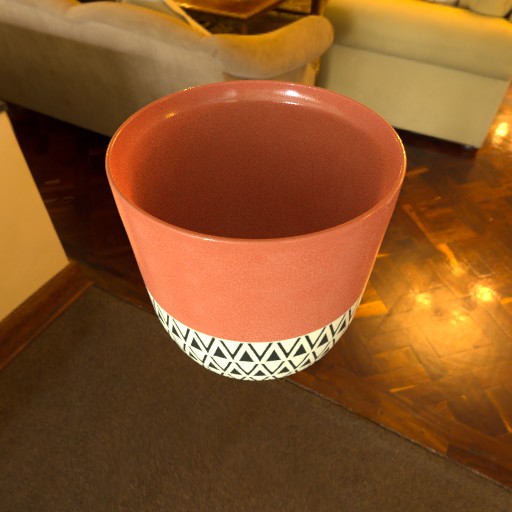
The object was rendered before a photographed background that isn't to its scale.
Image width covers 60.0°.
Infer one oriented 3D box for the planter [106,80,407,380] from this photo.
[{"bbox_3d":[0.000,0.000,0.369,0.195,0.214,0.195,0,45,0],"label":"planter"}]
